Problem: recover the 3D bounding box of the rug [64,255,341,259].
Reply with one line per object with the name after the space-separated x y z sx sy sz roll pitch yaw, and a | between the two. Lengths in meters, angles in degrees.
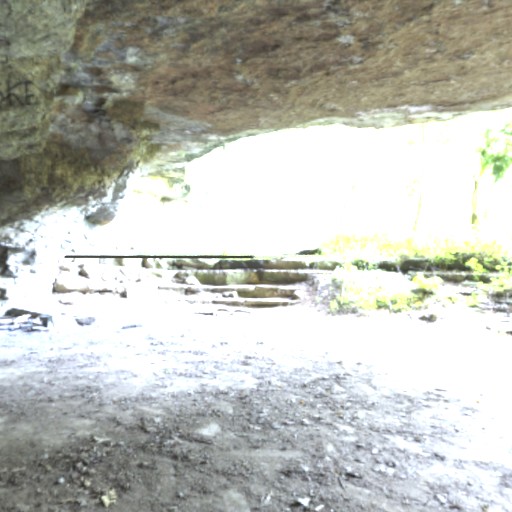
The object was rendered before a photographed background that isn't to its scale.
0.000 0.000 2.021 0.562 0.009 1.824 0 0 17 | rug
